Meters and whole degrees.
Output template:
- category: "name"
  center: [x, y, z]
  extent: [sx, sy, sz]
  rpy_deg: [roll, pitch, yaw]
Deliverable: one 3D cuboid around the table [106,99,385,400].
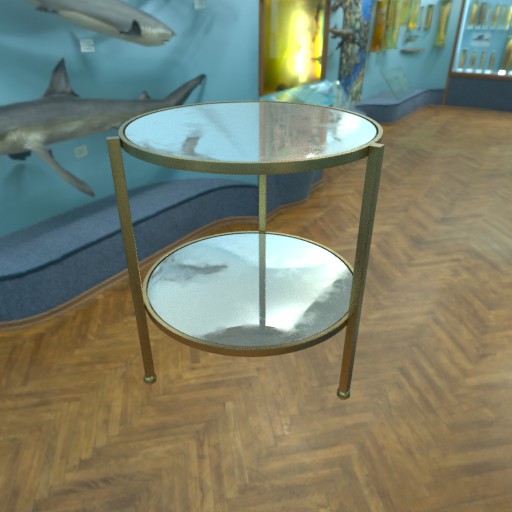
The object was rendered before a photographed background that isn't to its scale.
- category: "table"
  center: [0.000, 0.000, 0.463]
  extent: [0.243, 0.269, 0.231]
  rpy_deg: [20, 35, 31]
